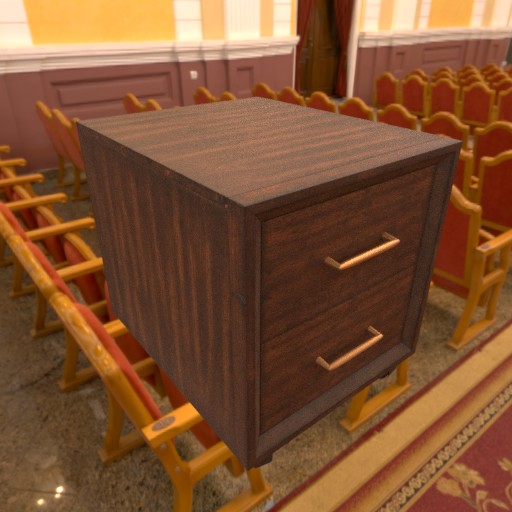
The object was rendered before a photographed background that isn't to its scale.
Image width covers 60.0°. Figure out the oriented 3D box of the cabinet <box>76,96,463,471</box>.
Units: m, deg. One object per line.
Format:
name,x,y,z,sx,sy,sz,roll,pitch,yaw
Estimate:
cabinet,0.000,0.000,0.814,0.402,0.455,0.500,-21,35,-33
